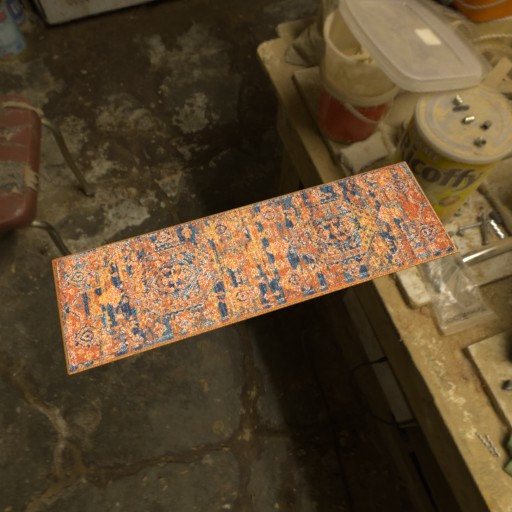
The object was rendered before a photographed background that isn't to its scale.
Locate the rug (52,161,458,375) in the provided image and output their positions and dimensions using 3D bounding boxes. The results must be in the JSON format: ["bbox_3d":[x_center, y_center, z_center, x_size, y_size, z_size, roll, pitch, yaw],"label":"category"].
[{"bbox_3d":[0.000,0.000,2.070,1.820,0.013,0.556,-17,65,-8],"label":"rug"}]
